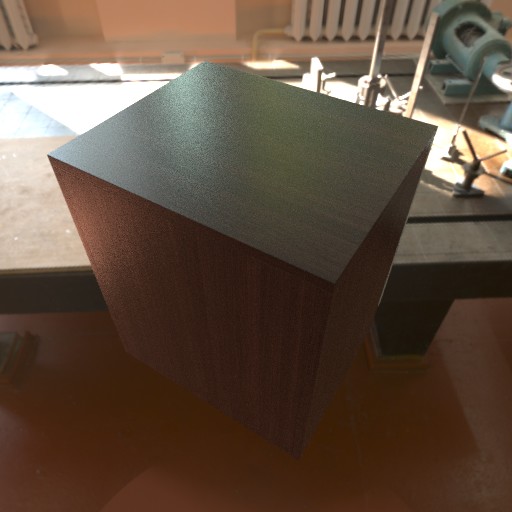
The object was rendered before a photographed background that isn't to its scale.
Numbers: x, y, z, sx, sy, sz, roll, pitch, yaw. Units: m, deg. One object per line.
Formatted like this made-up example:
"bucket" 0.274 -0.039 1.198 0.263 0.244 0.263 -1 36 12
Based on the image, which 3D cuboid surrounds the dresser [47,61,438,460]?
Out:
"dresser" 0.000 0.000 0.763 0.400 0.470 0.360 25 51 21
